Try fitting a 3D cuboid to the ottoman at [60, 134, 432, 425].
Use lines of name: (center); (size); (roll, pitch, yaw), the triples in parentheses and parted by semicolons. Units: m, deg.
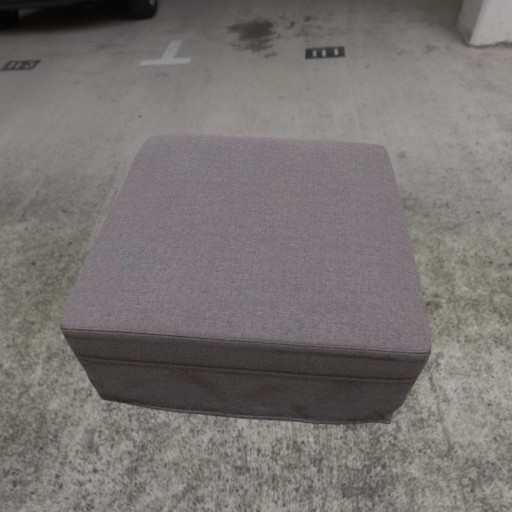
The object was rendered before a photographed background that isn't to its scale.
ottoman: (0.000, 0.000, 1.351); (0.840, 0.436, 0.843); (3, 46, 3)
